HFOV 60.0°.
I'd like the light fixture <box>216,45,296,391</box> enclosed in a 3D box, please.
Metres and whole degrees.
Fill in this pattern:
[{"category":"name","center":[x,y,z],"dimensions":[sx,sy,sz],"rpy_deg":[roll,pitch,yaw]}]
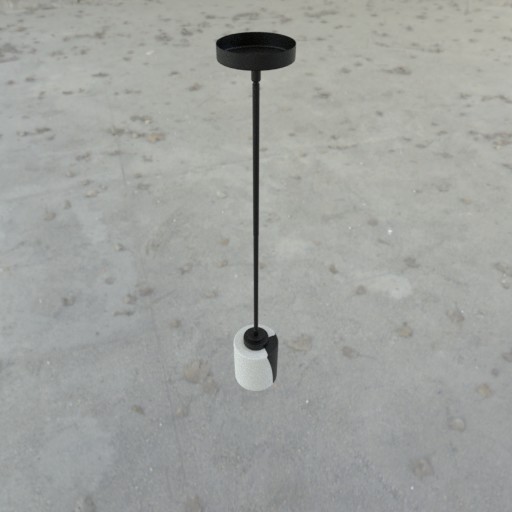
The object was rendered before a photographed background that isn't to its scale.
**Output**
[{"category":"light fixture","center":[0.000,0.000,0.961],"dimensions":[0.123,0.863,0.123],"rpy_deg":[-12,42,-13]}]
